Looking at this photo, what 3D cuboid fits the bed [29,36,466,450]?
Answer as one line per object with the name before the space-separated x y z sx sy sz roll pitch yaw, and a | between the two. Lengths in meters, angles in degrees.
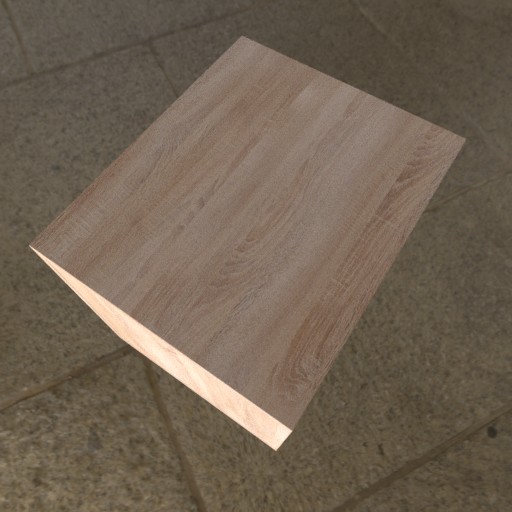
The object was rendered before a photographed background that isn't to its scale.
bed | 0.000 0.000 0.772 0.401 0.420 0.460 31 68 14
